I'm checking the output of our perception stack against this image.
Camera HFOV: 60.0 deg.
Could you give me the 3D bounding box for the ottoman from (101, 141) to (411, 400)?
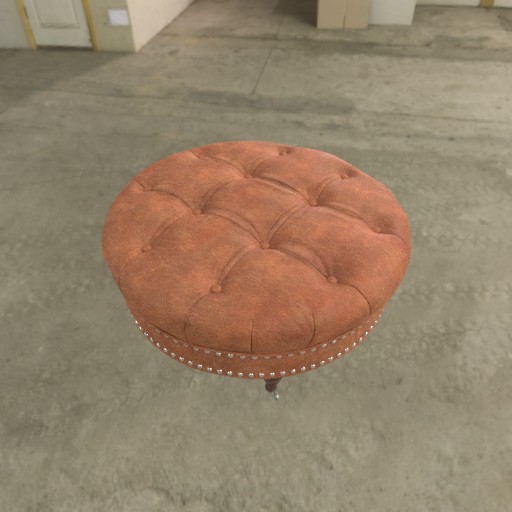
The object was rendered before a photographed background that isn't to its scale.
[{"bbox_3d":[0.000,0.000,1.422,0.901,0.444,0.901,0,42,0],"label":"ottoman"}]
